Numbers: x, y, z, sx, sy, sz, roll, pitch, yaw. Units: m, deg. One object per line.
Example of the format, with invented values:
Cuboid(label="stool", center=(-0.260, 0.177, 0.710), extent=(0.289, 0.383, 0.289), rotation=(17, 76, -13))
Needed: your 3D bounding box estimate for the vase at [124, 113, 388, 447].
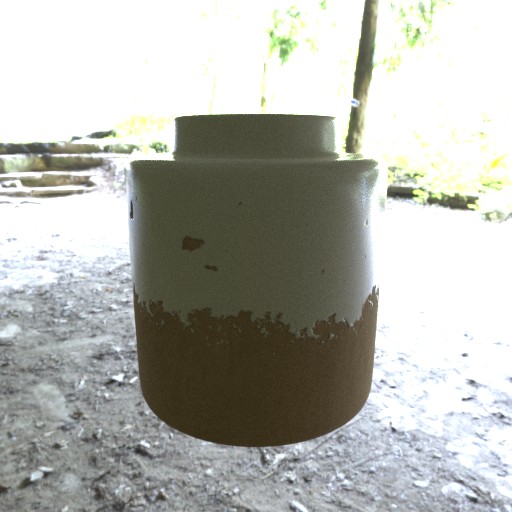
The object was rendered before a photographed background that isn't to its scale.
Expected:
Cuboid(label="vase", center=(0.000, 0.000, 0.280), extent=(0.153, 0.167, 0.153), rotation=(0, 15, 0))
